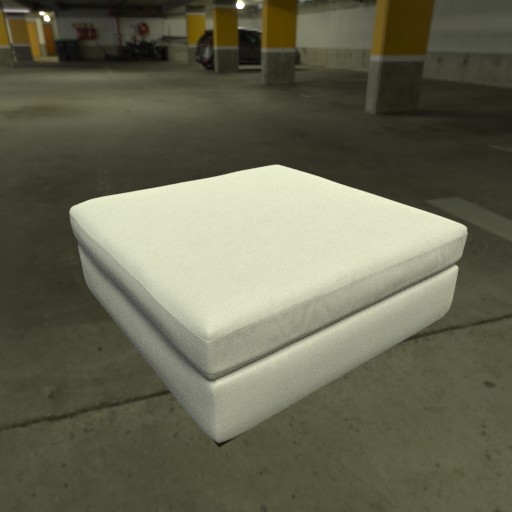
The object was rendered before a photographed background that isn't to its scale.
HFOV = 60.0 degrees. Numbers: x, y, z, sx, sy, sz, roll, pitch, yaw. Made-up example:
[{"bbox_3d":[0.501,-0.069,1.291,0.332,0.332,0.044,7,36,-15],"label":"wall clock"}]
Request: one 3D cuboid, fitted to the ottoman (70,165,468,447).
[{"bbox_3d":[0.000,0.000,1.820,1.163,0.482,1.167,-18,31,-32],"label":"ottoman"}]
